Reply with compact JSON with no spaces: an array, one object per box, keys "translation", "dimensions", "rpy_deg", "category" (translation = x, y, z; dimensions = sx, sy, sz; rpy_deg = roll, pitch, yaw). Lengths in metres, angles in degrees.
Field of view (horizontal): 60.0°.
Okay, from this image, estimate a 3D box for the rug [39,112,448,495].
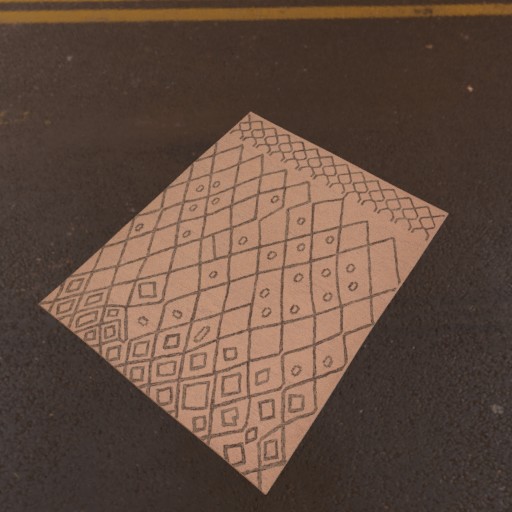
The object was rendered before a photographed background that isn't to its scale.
[{"translation":[0.000,0.000,4.101],"dimensions":[2.446,0.015,3.046],"rpy_deg":[33,64,18],"category":"rug"}]
